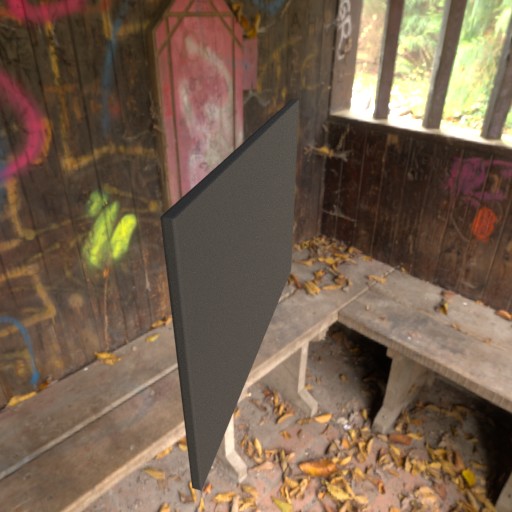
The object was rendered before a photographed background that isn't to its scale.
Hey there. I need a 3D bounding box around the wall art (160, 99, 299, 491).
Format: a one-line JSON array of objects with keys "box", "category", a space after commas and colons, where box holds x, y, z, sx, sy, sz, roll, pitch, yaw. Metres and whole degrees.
[{"box": [0.000, 0.000, 1.213, 0.026, 0.656, 0.958, 8, 31, 14], "category": "wall art"}]
